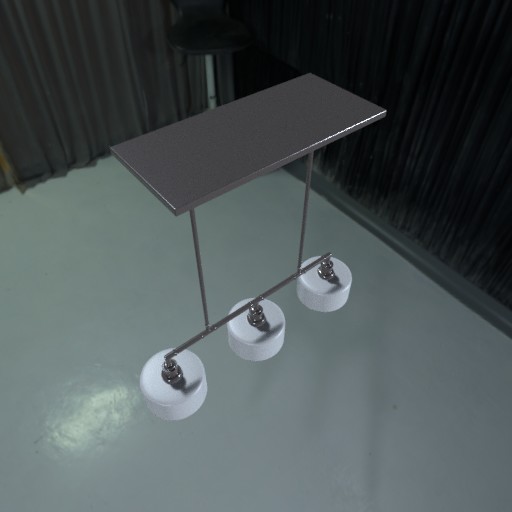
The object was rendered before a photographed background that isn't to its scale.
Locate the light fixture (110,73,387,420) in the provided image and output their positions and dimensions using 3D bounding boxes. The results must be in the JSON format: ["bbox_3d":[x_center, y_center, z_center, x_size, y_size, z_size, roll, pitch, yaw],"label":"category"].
[{"bbox_3d":[0.000,0.000,0.868,0.582,0.557,0.177,-30,53,-26],"label":"light fixture"}]
